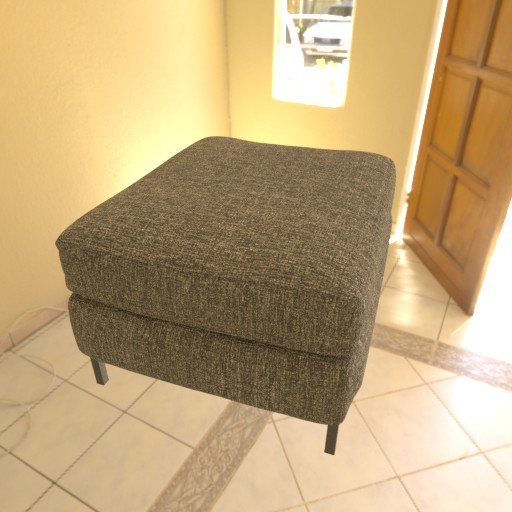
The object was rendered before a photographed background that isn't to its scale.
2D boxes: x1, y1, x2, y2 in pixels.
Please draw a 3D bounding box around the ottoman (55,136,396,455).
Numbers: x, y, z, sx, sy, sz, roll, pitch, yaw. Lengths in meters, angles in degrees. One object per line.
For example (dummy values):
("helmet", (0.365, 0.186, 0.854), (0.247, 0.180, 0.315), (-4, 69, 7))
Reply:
("ottoman", (0.000, 0.000, 1.221), (0.683, 0.480, 0.828), (10, 33, 16))
